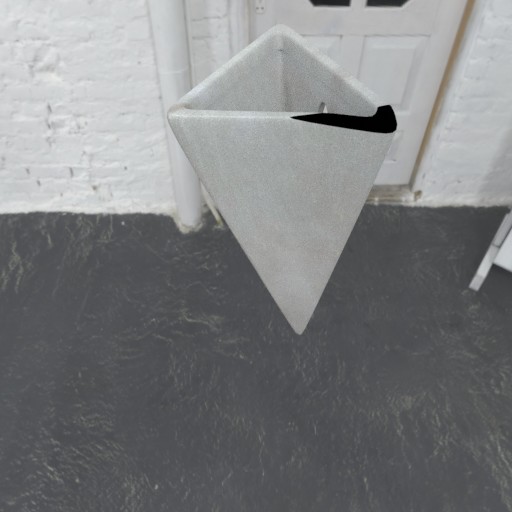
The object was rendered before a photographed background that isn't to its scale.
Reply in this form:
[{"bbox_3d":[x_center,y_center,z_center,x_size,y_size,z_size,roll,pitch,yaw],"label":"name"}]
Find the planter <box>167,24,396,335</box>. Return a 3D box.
[{"bbox_3d":[0.000,0.000,0.157,0.047,0.130,0.058,-19,50,-16],"label":"planter"}]
